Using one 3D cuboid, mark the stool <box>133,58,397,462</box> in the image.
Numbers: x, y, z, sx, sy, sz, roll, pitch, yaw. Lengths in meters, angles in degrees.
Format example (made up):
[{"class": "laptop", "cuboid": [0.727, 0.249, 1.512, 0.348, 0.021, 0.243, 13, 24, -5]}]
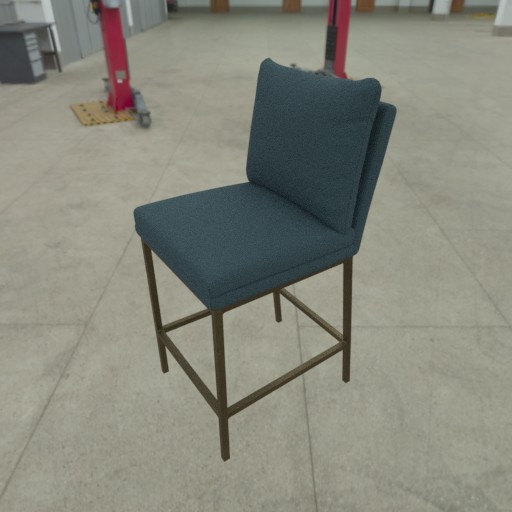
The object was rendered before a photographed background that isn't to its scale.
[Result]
[{"class": "stool", "cuboid": [0.000, 0.000, 1.335, 0.568, 1.032, 0.463, -20, 37, -29]}]
